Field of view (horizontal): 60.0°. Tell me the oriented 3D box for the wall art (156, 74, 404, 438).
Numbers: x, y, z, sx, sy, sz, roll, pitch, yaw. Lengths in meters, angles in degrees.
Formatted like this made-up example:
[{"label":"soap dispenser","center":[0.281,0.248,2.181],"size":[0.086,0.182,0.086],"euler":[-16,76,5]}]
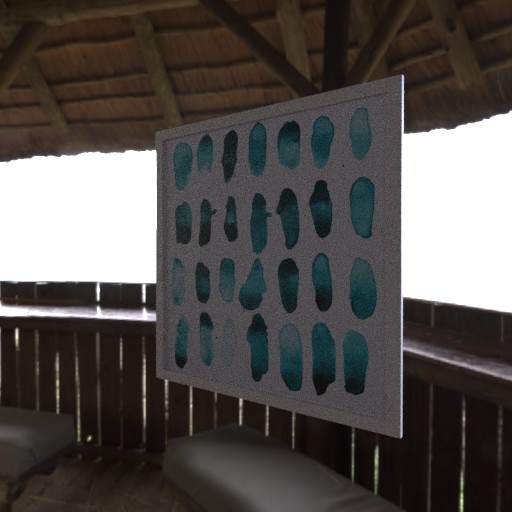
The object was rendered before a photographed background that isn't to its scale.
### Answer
[{"label":"wall art","center":[0.000,0.000,0.848],"size":[0.558,0.559,0.009],"euler":[1,1,36]}]
